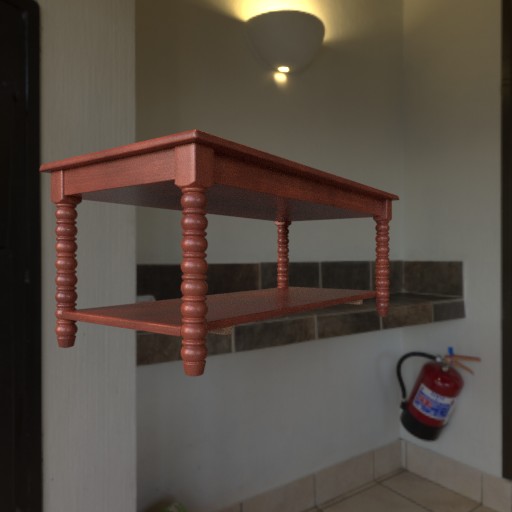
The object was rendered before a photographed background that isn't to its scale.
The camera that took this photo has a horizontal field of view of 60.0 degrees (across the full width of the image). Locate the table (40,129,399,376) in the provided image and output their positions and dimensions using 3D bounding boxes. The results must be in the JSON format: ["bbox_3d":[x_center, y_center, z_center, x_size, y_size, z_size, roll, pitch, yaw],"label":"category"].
[{"bbox_3d":[0.000,0.000,1.478,0.580,0.485,1.171,0,0,36],"label":"table"}]
